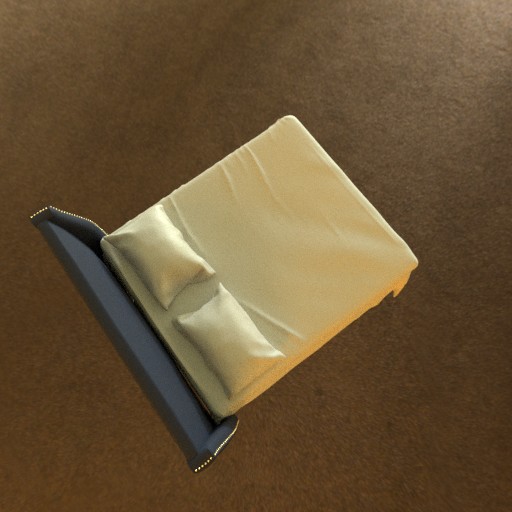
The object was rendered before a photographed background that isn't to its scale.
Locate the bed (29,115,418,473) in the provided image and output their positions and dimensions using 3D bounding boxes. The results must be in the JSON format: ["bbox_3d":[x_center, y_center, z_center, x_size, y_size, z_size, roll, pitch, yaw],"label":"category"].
[{"bbox_3d":[0.000,0.000,3.451,2.276,1.332,1.925,-36,78,-9],"label":"bed"}]
